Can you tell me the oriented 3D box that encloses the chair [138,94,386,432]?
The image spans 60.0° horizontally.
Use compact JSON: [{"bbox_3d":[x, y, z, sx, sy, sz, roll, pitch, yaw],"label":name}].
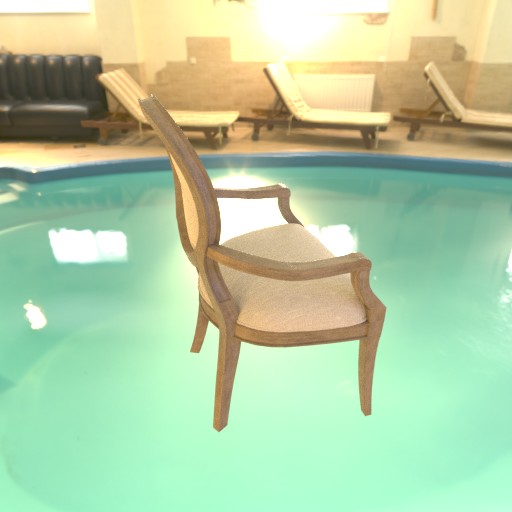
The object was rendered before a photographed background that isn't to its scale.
[{"bbox_3d":[0.000,0.000,1.394,0.602,0.991,0.611,-9,30,-16],"label":"chair"}]
